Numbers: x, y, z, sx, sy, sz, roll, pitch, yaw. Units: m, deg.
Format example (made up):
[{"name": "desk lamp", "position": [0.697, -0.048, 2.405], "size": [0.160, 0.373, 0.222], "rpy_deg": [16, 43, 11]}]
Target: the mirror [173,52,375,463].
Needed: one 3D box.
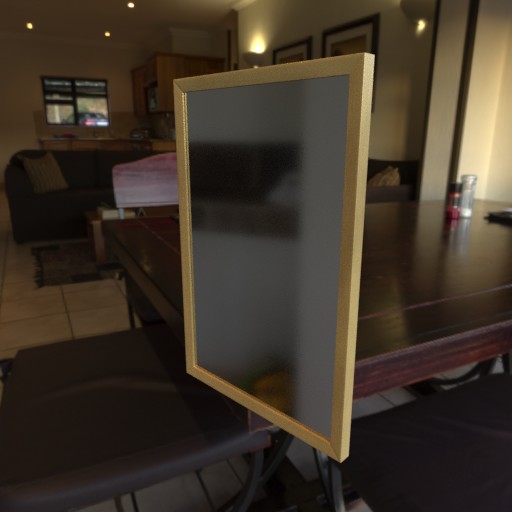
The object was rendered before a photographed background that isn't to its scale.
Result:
[{"name": "mirror", "position": [0.000, 0.000, 1.170], "size": [0.609, 0.915, 0.040], "rpy_deg": [14, 21, 42]}]
